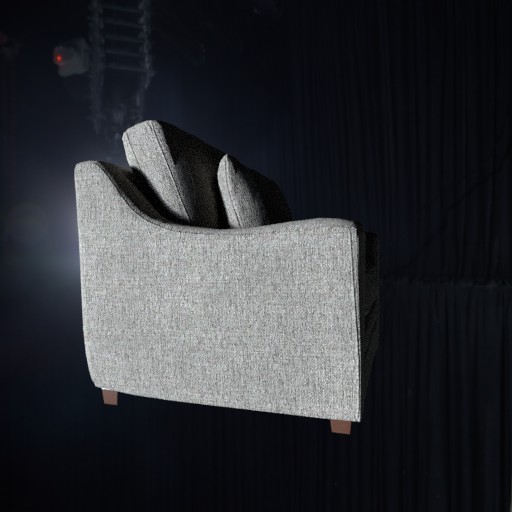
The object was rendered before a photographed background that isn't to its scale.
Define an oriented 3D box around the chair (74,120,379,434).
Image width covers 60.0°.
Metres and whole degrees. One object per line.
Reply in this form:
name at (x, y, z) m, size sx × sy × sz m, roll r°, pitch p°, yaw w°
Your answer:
chair at (0.000, 0.000, 1.929) m, size 1.009 × 1.037 × 1.138 m, roll 0°, pitch 1°, yaw 18°
